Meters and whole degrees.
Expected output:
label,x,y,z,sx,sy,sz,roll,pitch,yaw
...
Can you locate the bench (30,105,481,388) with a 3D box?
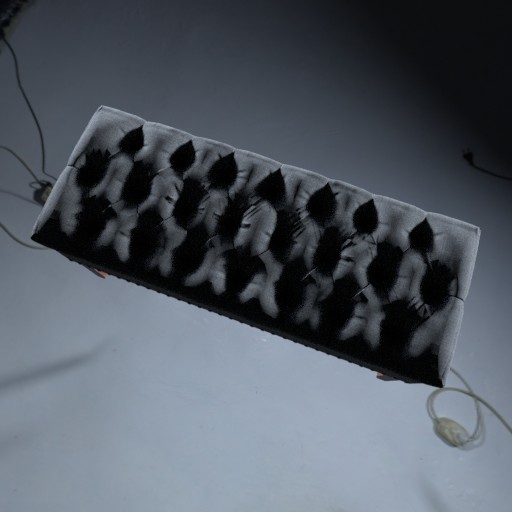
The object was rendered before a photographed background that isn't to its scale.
label,x,y,z,sx,sy,sz,roll,pitch,yaw
bench,0.000,0.000,1.290,1.052,0.470,0.417,19,74,6
